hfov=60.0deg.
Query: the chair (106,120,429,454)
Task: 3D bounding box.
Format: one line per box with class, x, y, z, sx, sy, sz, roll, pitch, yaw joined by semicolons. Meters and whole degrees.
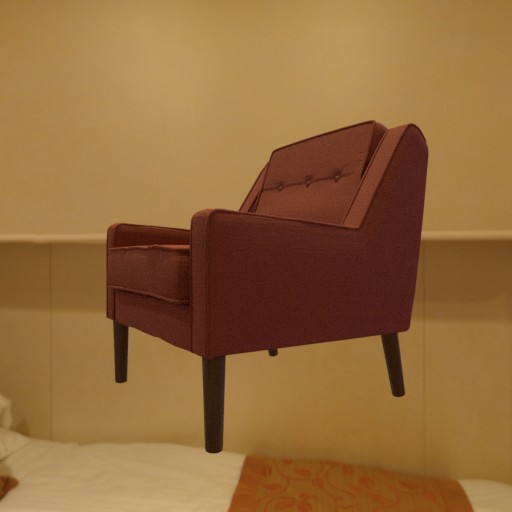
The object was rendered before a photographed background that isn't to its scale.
chair;0.000;0.000;1.352;0.770;0.812;0.680;0;1;-35
